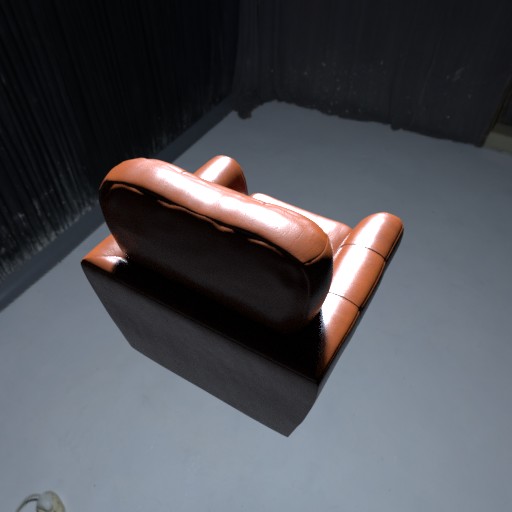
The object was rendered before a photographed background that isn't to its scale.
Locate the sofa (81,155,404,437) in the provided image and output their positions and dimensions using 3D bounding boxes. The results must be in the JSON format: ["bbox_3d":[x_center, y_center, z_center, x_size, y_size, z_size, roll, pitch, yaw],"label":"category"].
[{"bbox_3d":[0.000,0.000,1.539,0.836,0.876,0.789,23,51,20],"label":"sofa"}]
